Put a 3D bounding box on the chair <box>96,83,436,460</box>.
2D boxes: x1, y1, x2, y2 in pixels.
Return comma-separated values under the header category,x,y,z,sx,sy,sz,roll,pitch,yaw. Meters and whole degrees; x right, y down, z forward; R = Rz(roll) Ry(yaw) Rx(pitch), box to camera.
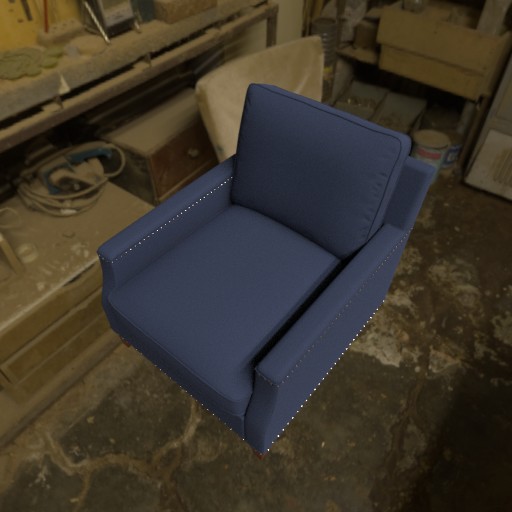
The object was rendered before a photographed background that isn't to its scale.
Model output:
category,x,y,z,sx,sy,sz,roll,pitch,yaw
chair,0.000,0.000,1.728,0.853,0.943,1.014,31,54,26
